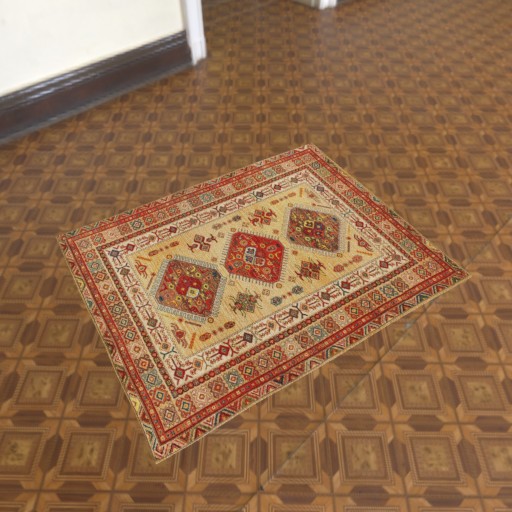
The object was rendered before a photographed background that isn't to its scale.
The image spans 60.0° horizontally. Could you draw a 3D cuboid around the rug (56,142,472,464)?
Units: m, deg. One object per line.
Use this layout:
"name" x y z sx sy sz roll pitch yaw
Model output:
"rug" 0.000 0.000 4.144 3.067 0.005 2.460 -25 53 -20
